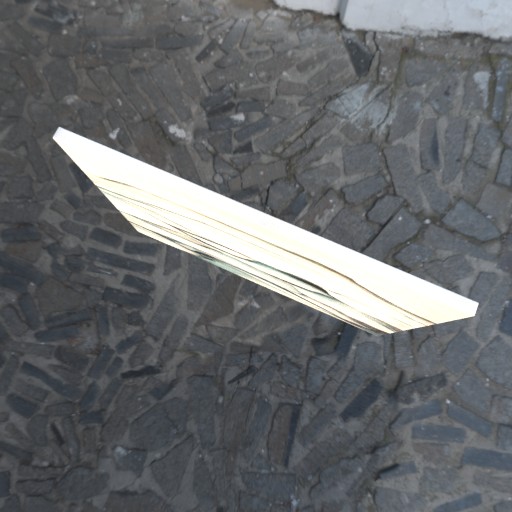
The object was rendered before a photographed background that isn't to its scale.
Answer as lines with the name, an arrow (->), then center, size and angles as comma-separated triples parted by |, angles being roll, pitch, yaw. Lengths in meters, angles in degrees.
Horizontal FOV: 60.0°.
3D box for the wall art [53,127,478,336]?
wall art -> 0.000, 0.000, 1.618 | 1.219, 0.915, 0.039 | 23, 78, 5
